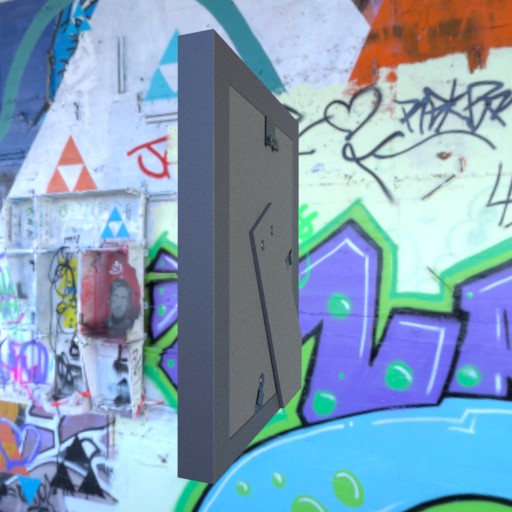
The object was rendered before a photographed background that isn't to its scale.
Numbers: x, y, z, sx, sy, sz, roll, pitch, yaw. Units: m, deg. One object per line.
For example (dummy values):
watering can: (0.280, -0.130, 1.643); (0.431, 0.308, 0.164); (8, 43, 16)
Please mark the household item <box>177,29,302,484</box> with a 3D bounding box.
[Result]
household item: (0.000, 0.000, 0.236); (0.022, 0.178, 0.133); (0, 0, 20)
